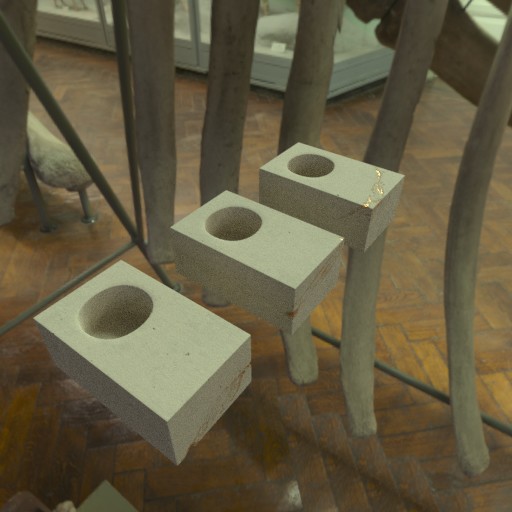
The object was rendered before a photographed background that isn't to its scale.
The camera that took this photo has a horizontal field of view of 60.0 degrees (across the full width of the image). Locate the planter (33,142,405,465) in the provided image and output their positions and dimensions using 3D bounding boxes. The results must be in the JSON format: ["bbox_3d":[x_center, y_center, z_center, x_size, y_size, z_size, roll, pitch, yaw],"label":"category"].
[{"bbox_3d":[0.000,0.000,0.388,0.127,0.051,0.333,25,46,27],"label":"planter"}]
